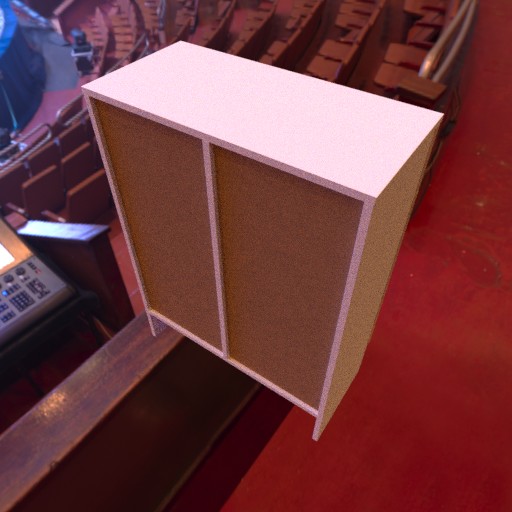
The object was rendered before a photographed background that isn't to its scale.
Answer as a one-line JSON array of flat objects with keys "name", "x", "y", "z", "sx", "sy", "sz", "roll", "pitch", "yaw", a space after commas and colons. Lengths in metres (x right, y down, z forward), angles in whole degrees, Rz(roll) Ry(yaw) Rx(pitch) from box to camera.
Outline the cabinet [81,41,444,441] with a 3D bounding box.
[{"name": "cabinet", "x": 0.000, "y": 0.000, "z": 1.094, "sx": 0.600, "sy": 0.815, "sz": 0.296, "roll": 26, "pitch": 51, "yaw": 23}]
